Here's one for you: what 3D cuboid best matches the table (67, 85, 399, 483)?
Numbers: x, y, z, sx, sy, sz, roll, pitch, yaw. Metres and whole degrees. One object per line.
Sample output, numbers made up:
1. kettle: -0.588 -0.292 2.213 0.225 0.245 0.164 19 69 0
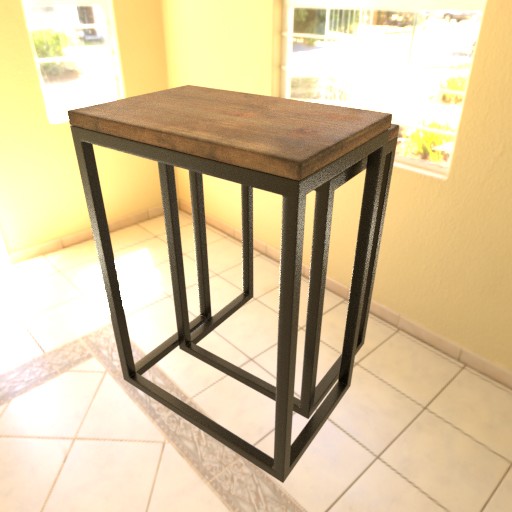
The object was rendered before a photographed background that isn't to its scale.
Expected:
1. table: 0.000 0.000 0.927 0.456 0.615 0.460 22 37 32
